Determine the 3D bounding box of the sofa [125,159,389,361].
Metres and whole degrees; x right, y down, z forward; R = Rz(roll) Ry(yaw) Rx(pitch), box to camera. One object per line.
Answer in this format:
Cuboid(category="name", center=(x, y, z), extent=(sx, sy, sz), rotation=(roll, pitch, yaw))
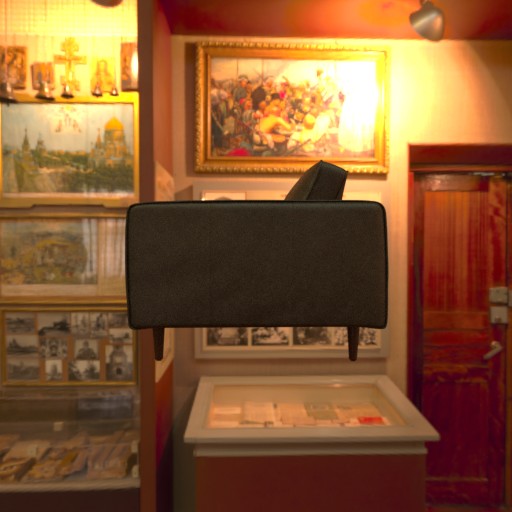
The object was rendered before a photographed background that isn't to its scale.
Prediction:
Cuboid(category="sofa", center=(0.000, 0.000, 2.576), extent=(0.914, 0.762, 2.210), rotation=(0, 1, 0))
